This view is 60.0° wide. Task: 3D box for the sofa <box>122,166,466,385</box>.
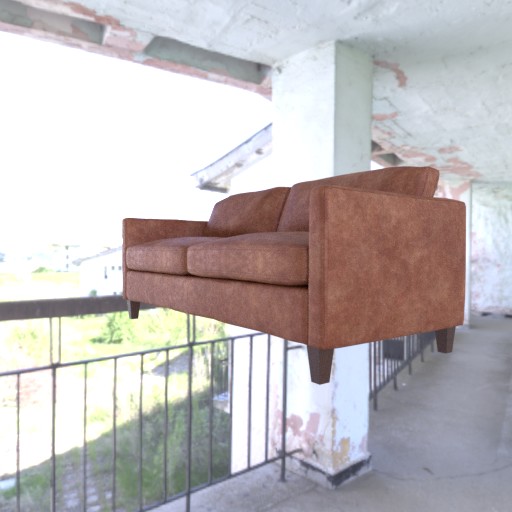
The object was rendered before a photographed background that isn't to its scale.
[{"bbox_3d":[0.000,0.000,2.492,0.923,0.863,1.971,-1,1,-36],"label":"sofa"}]
